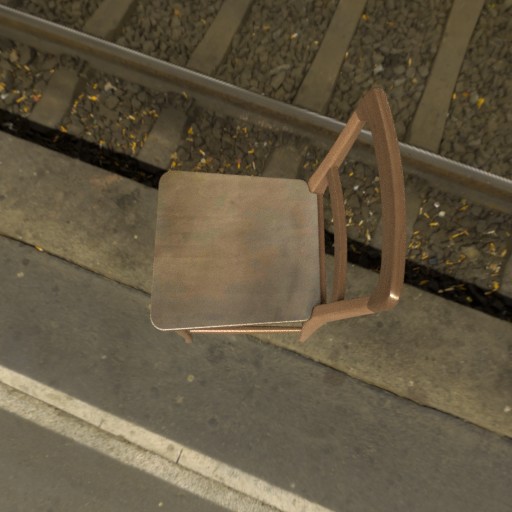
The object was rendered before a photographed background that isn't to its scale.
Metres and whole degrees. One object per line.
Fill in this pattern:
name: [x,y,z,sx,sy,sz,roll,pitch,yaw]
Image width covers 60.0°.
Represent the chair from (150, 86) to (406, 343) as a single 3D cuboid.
chair: [0.000,0.000,1.280,0.546,0.991,0.450,0,75,0]
